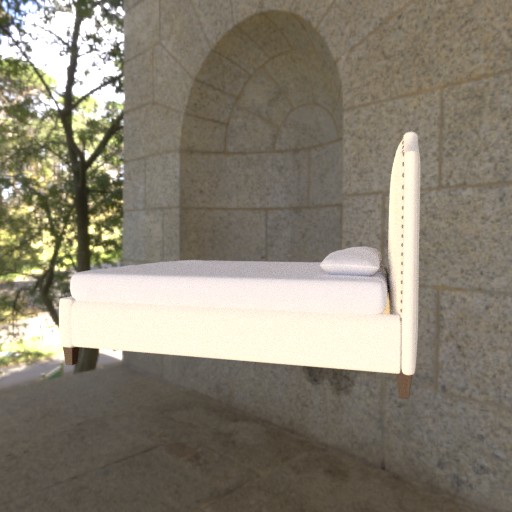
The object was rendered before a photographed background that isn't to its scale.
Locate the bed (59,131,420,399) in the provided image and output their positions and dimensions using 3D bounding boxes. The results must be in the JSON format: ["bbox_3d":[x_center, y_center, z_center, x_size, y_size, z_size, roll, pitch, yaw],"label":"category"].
[{"bbox_3d":[0.000,0.000,3.528,2.372,1.497,1.712,1,2,17],"label":"bed"}]
